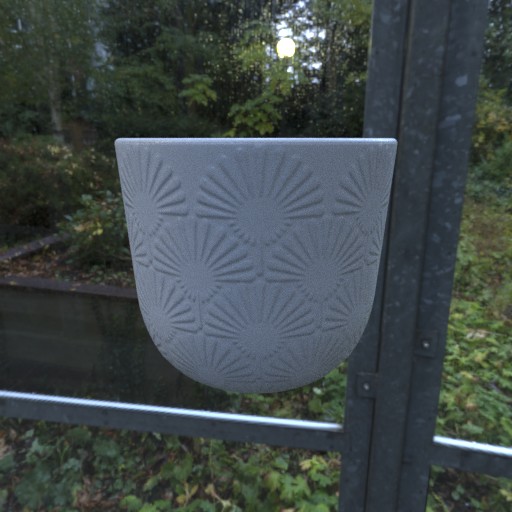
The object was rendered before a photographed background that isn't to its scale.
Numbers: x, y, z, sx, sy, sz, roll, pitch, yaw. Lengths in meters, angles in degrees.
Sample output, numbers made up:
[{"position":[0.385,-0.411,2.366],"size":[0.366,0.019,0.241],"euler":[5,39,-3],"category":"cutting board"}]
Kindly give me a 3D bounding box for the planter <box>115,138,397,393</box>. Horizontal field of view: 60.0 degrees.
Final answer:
[{"position":[0.000,0.000,0.297],"size":[0.170,0.152,0.170],"euler":[0,15,0],"category":"planter"}]
